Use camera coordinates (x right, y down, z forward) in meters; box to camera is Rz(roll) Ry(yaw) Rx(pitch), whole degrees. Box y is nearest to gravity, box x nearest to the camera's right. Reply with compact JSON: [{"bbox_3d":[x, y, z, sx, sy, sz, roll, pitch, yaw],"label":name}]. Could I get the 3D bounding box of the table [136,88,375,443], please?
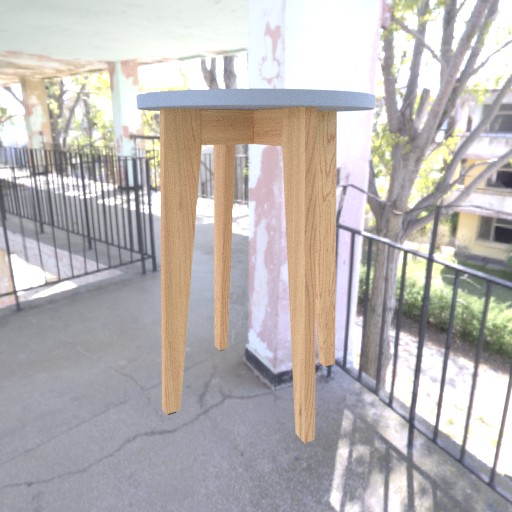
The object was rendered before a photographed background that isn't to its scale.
[{"bbox_3d":[0.000,0.000,0.741,0.350,0.500,0.350,0,17,0],"label":"table"}]
